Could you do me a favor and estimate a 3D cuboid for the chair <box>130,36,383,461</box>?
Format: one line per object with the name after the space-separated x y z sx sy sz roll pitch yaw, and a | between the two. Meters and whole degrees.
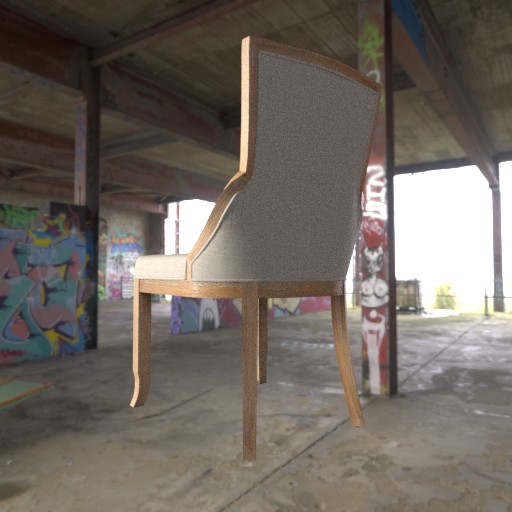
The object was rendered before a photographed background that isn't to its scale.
0.000 0.000 1.318 0.524 0.947 0.641 1 -2 -36 | chair
